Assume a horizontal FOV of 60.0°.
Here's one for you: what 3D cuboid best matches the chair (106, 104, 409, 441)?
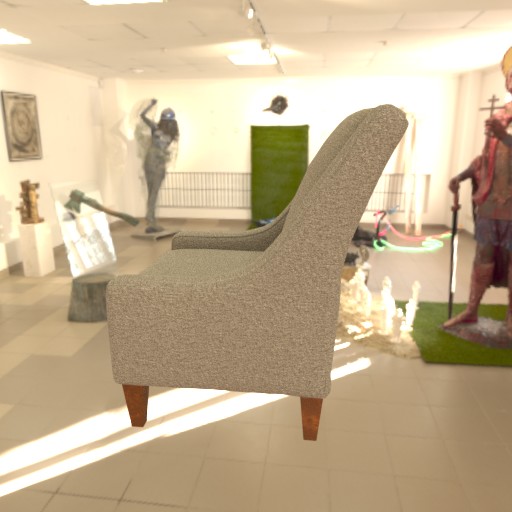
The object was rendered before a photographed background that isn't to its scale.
[{"bbox_3d":[0.000,0.000,1.638,0.870,1.016,0.774,2,15,7],"label":"chair"}]
